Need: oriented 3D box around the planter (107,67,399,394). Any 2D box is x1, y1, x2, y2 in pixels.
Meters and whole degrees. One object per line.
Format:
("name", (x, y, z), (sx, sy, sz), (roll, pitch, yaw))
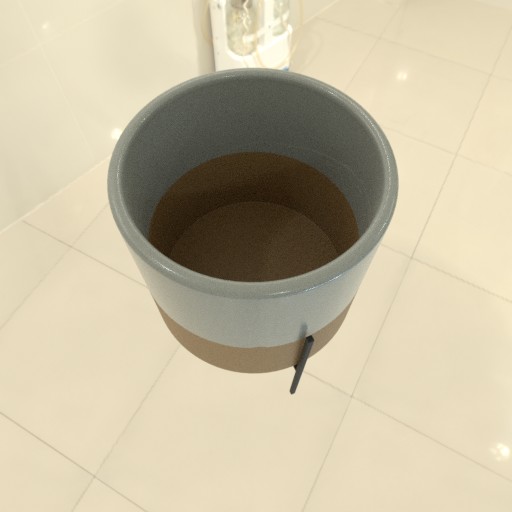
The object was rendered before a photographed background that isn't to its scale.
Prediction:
("planter", (0.000, 0.000, 0.736), (0.348, 0.480, 0.360), (32, 66, 16))
